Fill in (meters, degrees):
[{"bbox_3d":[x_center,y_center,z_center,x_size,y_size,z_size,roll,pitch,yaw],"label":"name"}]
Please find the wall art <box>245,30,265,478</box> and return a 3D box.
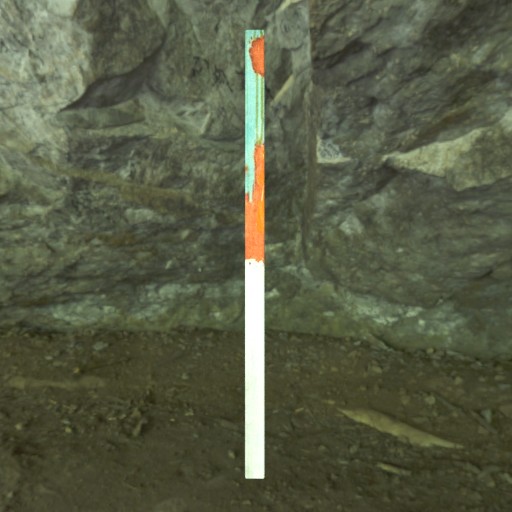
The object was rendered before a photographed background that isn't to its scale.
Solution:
[{"bbox_3d":[0.000,0.000,1.510,0.044,1.017,1.017,0,-1,0],"label":"wall art"}]
